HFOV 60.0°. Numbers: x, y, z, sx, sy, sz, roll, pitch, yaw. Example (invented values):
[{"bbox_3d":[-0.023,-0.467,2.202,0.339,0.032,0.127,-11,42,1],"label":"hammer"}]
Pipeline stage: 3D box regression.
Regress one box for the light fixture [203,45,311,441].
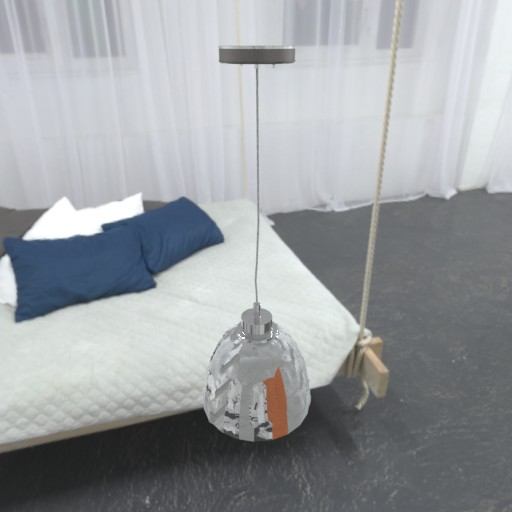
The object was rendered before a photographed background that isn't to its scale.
[{"bbox_3d":[0.000,0.000,1.764,0.500,1.511,0.496,-18,31,-32],"label":"light fixture"}]
